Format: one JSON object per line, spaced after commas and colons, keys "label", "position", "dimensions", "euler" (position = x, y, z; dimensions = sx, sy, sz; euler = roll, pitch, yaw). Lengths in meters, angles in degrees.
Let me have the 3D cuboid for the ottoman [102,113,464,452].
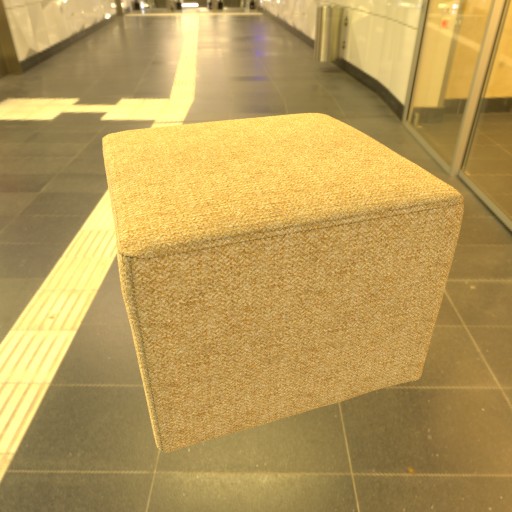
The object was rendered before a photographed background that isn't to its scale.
{"label": "ottoman", "position": [0.000, 0.000, 0.880], "dimensions": [0.512, 0.441, 0.505], "euler": [-11, 34, -16]}
